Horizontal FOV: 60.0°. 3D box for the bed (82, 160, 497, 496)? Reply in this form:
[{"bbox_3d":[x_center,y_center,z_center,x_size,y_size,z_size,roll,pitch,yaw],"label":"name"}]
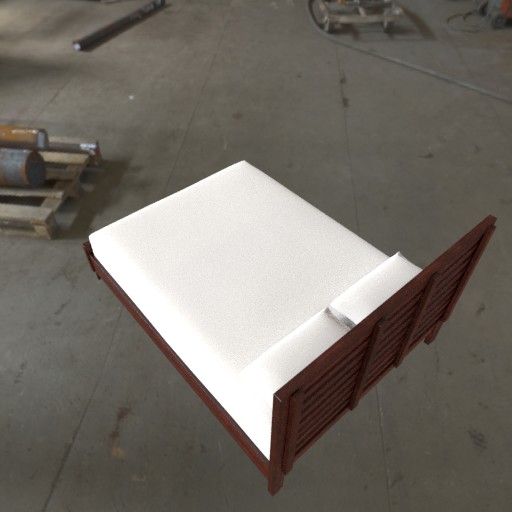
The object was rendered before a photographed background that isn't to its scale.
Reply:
[{"bbox_3d":[0.000,0.000,3.838,2.040,1.492,2.803,-32,54,-27],"label":"bed"}]
